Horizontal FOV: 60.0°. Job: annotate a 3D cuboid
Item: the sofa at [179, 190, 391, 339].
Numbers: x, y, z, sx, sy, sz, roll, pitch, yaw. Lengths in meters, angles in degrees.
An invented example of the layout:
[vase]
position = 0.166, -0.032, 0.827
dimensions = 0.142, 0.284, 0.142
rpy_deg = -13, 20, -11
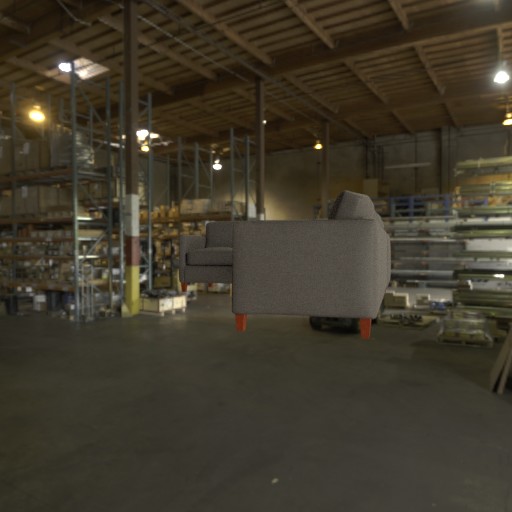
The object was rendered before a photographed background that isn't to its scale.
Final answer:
[sofa]
position = 0.000, 0.000, 4.547
dimensions = 2.593, 0.947, 3.302
rpy_deg = 0, 1, 18
